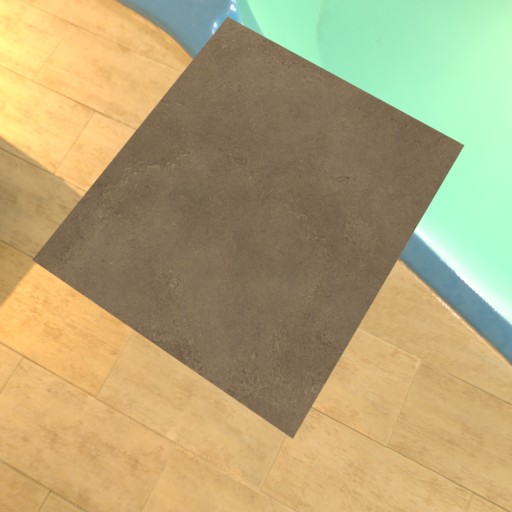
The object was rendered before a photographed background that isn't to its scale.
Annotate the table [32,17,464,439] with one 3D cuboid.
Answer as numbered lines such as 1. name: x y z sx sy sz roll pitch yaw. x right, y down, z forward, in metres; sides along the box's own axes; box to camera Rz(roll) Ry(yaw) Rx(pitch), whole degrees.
1. table: 0.000 0.000 1.541 0.700 1.020 0.800 32 77 8
